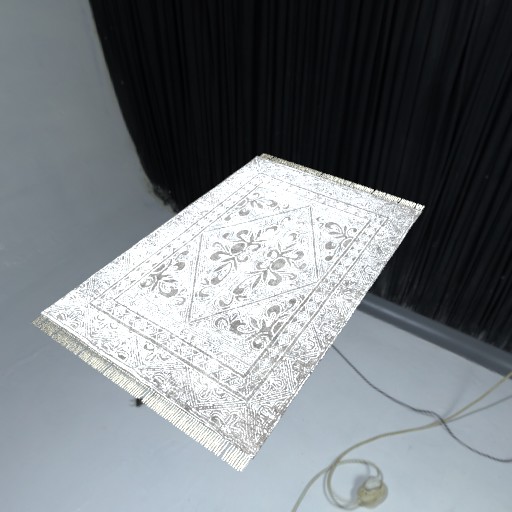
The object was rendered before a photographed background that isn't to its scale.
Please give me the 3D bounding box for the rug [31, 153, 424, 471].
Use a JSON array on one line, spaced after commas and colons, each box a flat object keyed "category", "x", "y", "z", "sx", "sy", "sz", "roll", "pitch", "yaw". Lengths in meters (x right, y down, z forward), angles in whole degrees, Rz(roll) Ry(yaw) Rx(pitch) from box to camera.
[{"category": "rug", "x": 0.000, "y": 0.000, "z": 3.005, "sx": 1.529, "sy": 0.010, "sz": 2.440, "roll": 24, "pitch": 47, "yaw": 25}]
